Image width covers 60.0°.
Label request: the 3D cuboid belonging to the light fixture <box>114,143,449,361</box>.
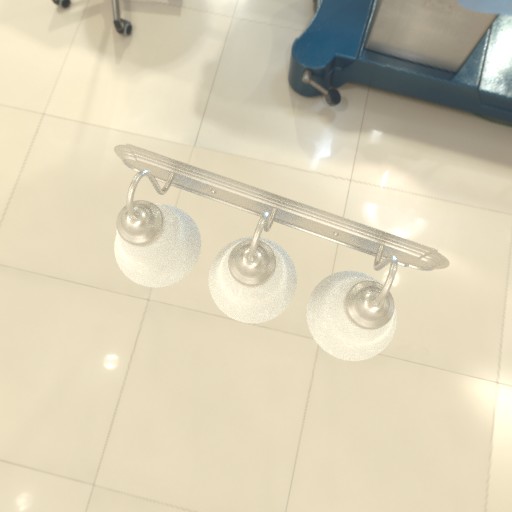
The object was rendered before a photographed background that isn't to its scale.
[{"bbox_3d":[0.000,0.000,0.721,0.610,0.222,0.199,20,77,5],"label":"light fixture"}]
